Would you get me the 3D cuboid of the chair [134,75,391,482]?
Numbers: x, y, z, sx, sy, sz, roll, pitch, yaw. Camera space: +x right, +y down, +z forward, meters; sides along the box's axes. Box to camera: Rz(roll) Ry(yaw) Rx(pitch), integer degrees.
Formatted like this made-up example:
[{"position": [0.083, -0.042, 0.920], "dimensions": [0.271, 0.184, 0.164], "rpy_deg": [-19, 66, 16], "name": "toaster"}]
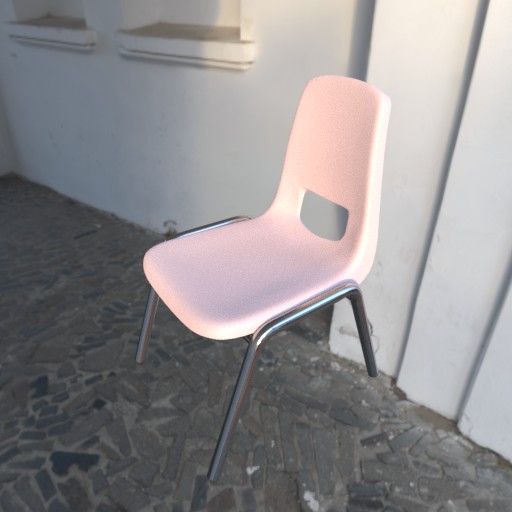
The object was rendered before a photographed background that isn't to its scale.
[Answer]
[{"position": [0.000, 0.000, 0.819], "dimensions": [0.423, 0.586, 0.354], "rpy_deg": [-19, 36, -29], "name": "chair"}]
